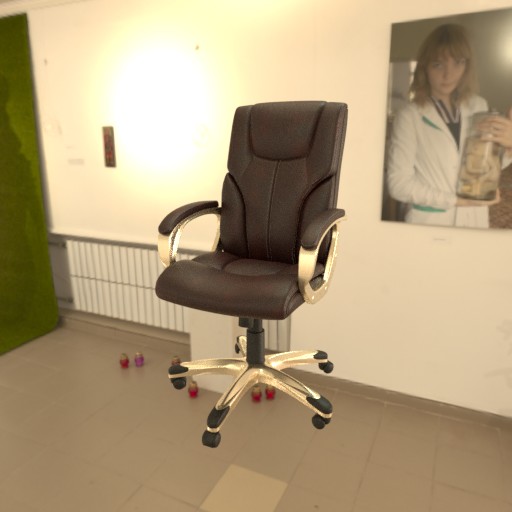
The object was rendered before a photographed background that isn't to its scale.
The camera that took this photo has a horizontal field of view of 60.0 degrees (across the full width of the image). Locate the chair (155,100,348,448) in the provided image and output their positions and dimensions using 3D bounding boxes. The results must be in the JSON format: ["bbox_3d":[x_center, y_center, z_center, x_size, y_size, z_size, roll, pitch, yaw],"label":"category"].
[{"bbox_3d":[0.000,0.000,1.601,0.662,1.107,0.739,7,16,24],"label":"chair"}]
